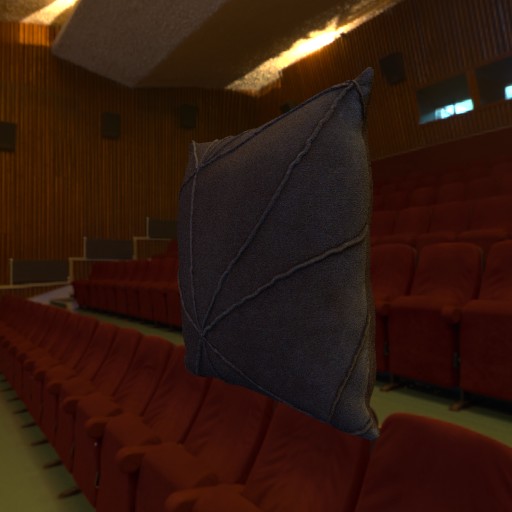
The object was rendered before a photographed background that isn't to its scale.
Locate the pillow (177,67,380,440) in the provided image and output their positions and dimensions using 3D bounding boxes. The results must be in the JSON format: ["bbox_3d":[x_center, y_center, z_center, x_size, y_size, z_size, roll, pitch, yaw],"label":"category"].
[{"bbox_3d":[0.000,0.000,0.673,0.183,0.440,0.439,1,-1,-37],"label":"pillow"}]
